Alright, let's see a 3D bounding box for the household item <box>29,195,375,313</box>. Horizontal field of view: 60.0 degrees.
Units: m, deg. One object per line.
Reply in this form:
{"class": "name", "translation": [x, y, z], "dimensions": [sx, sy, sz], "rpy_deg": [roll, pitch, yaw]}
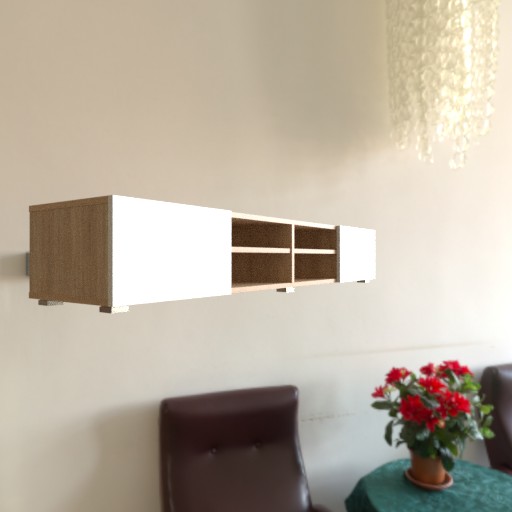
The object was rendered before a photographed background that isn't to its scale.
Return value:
{"class": "household item", "translation": [0.000, 0.000, 2.014], "dimensions": [0.420, 0.310, 1.850], "rpy_deg": [0, 0, 36]}
